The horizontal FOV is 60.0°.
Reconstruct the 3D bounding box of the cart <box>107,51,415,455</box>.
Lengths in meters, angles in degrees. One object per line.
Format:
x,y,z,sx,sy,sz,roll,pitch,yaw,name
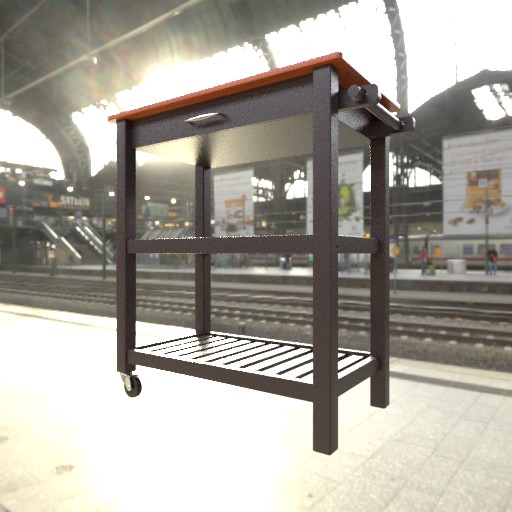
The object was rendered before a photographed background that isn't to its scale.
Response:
0.000,0.000,1.405,0.899,0.927,0.457,0,0,35,cart
